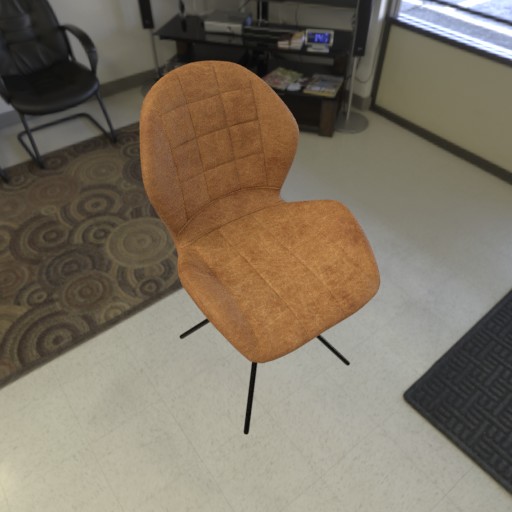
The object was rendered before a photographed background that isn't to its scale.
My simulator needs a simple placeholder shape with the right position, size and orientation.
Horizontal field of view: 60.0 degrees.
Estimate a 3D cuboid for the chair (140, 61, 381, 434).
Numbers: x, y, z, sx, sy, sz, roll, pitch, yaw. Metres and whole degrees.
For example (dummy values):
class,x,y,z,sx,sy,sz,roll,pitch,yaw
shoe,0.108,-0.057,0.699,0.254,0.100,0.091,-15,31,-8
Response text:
class,x,y,z,sx,sy,sz,roll,pitch,yaw
chair,0.000,0.000,1.310,0.527,0.929,0.640,-26,52,-23
